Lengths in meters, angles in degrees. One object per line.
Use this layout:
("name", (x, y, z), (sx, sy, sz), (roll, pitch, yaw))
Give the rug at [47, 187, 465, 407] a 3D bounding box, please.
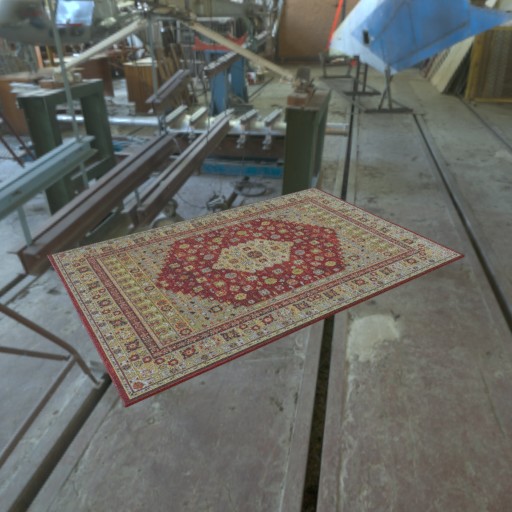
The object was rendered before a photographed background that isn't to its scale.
("rug", (0.000, 0.000, 2.294), (1.802, 0.013, 1.194), (-18, 34, -29))
